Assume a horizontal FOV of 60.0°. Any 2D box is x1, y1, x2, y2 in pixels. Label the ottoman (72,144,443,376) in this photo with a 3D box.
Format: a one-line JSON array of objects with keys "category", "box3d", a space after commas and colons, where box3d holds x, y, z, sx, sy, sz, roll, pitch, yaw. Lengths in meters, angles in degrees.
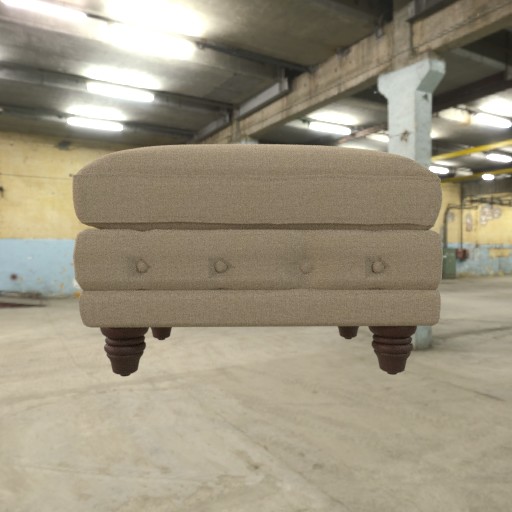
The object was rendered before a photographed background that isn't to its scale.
[{"category": "ottoman", "box3d": [0.000, 0.000, 1.050, 0.684, 0.463, 0.541, 0, 0, -1]}]
